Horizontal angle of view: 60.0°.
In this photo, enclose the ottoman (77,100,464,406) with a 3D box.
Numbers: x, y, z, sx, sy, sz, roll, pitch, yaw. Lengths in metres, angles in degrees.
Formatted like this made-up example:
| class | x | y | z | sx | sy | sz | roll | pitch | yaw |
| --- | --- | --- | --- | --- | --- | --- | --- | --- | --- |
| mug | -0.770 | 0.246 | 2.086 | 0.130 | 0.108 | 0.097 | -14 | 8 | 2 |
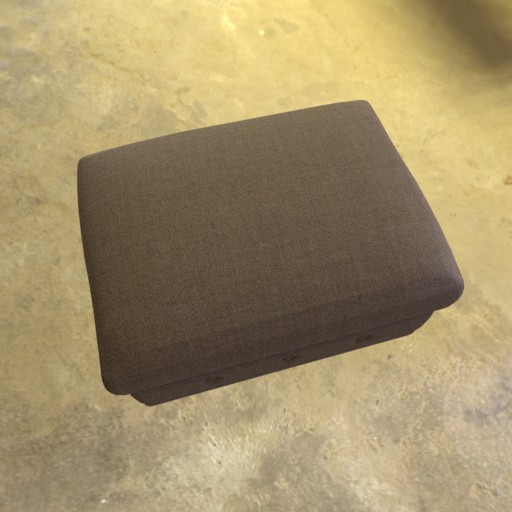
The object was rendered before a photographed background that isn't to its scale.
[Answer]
| class | x | y | z | sx | sy | sz | roll | pitch | yaw |
| --- | --- | --- | --- | --- | --- | --- | --- | --- | --- |
| ottoman | 0.000 | 0.000 | 1.204 | 0.809 | 0.555 | 0.599 | -14 | 63 | -7 |
